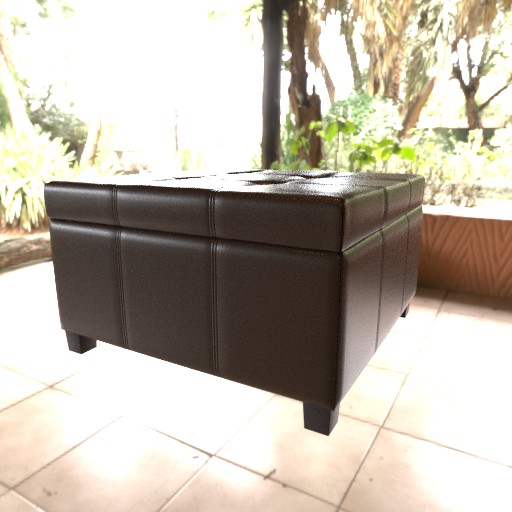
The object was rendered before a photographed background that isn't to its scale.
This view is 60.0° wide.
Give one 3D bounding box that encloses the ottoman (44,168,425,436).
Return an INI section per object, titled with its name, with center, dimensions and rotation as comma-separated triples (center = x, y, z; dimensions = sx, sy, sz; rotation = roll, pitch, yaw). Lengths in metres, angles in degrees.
[ottoman]
center = 0.000, 0.000, 1.280
dimensions = 0.787, 0.460, 0.788
rotation = 8, 16, 29
